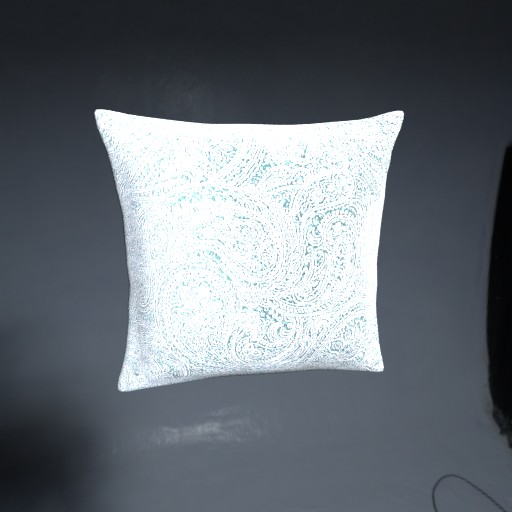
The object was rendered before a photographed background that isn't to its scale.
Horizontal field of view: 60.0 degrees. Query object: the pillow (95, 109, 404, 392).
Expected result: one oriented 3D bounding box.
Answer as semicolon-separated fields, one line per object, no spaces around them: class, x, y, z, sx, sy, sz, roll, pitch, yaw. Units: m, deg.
pillow;0.000;0.000;0.807;0.526;0.507;0.166;-2;16;-8
